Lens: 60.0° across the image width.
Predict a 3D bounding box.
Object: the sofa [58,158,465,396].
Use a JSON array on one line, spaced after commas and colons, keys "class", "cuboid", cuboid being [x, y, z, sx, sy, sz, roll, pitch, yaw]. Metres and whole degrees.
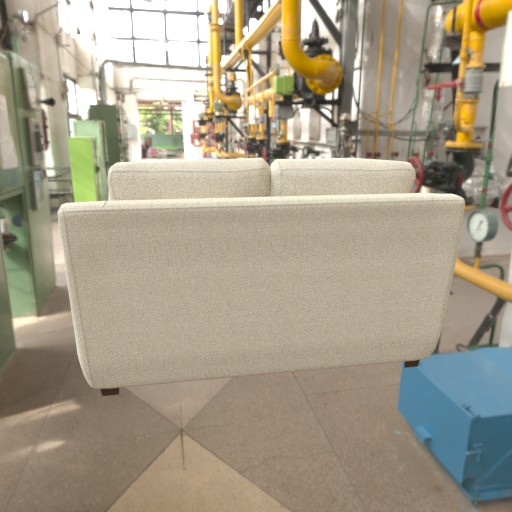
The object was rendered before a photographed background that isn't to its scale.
[{"class": "sofa", "cuboid": [0.000, 0.000, 2.367, 1.744, 1.047, 1.040, -3, 15, -10]}]
